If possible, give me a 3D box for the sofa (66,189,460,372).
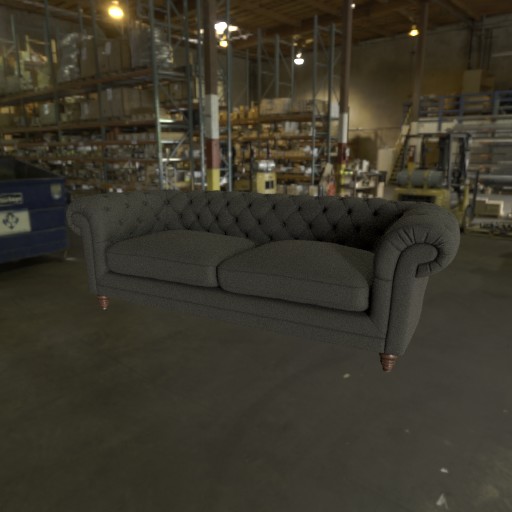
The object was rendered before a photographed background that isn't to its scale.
[{"bbox_3d":[0.000,0.000,2.833,2.362,0.762,0.991,7,15,27],"label":"sofa"}]
